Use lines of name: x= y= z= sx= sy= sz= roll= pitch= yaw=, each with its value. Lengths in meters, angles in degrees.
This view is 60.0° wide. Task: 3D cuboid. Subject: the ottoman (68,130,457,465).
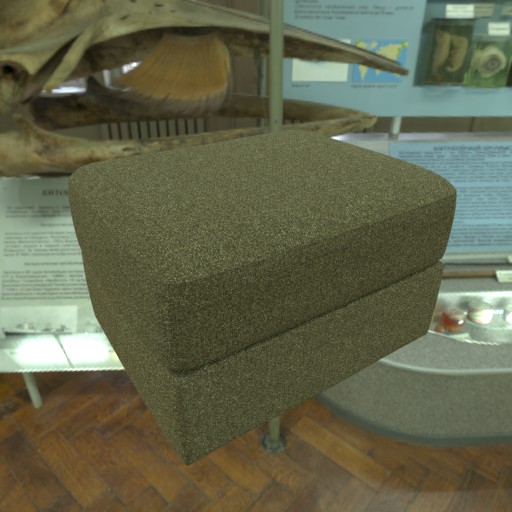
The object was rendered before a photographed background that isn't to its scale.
ottoman: x=0.000 y=0.000 z=1.098 sx=0.742 sy=0.476 sz=0.598 roll=-18 pitch=34 yaw=-29
